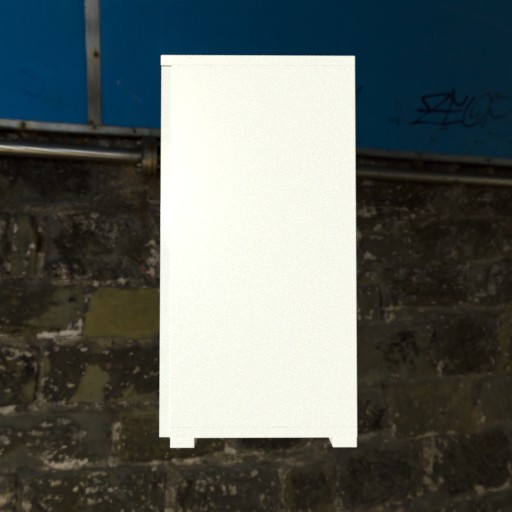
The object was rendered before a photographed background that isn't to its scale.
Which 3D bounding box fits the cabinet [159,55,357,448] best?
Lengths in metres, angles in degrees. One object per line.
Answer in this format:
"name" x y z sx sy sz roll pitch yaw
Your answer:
"cabinet" 0.000 0.000 1.402 0.400 0.800 1.000 0 -2 -1
